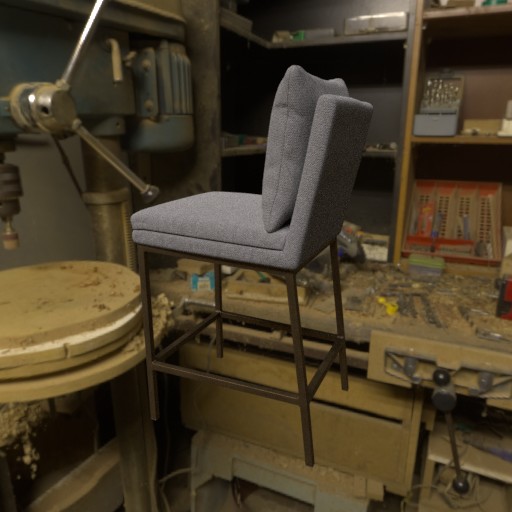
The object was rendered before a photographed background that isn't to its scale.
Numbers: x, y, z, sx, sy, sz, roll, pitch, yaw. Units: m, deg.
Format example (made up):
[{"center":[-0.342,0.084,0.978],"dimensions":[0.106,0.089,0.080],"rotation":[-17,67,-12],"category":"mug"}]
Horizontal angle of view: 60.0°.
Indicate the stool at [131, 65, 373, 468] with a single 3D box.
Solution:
[{"center":[0.000,0.000,1.355],"dimensions":[0.569,1.031,0.463],"rotation":[7,18,24],"category":"stool"}]
